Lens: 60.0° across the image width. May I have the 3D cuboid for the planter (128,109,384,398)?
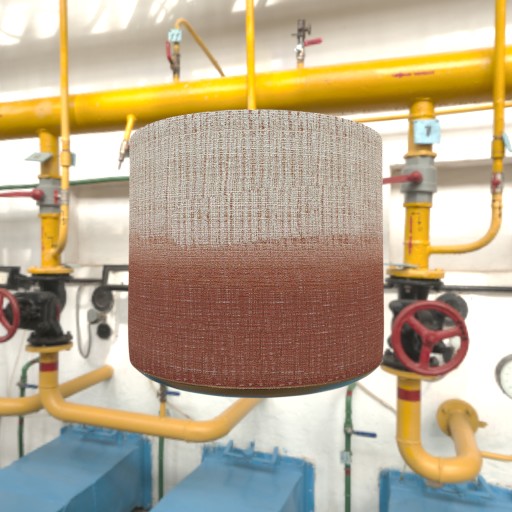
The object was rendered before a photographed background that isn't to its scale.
[{"bbox_3d":[0.000,0.000,0.319,0.178,0.157,0.178,0,1,0],"label":"planter"}]
